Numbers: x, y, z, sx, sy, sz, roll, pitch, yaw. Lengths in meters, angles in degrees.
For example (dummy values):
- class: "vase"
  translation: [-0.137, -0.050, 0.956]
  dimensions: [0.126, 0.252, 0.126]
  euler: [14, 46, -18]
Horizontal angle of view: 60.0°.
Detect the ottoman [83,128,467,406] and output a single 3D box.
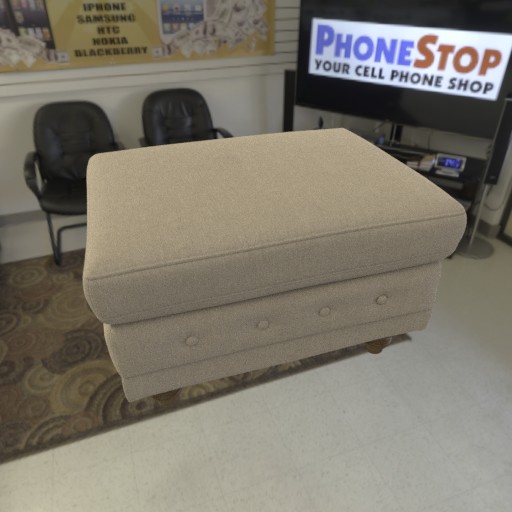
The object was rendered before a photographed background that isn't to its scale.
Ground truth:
- class: "ottoman"
  translation: [0.000, 0.000, 1.143]
  dimensions: [0.771, 0.500, 0.569]
  euler: [-10, 35, -15]
